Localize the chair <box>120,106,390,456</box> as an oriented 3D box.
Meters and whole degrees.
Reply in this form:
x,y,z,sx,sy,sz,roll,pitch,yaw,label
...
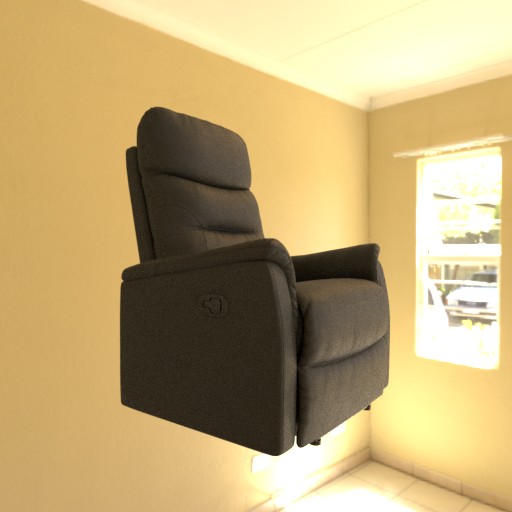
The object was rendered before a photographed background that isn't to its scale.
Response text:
x,y,z,sx,sy,sz,roll,pitch,yaw,label
0.000,0.000,1.628,0.831,1.082,0.775,0,0,37,chair
